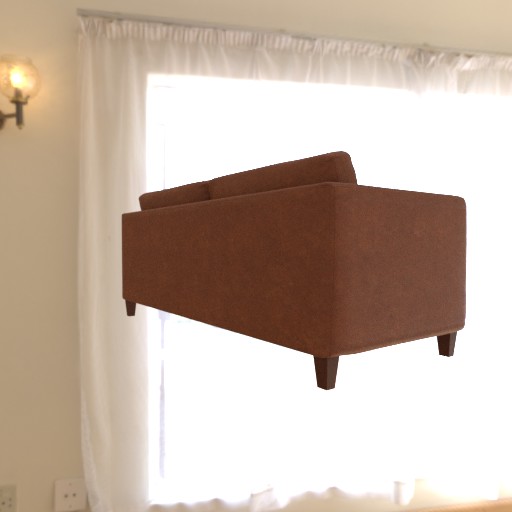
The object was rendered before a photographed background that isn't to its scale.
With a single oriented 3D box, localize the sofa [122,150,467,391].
[{"bbox_3d":[0.000,0.000,2.720,0.950,0.932,2.204,-1,2,-36],"label":"sofa"}]
